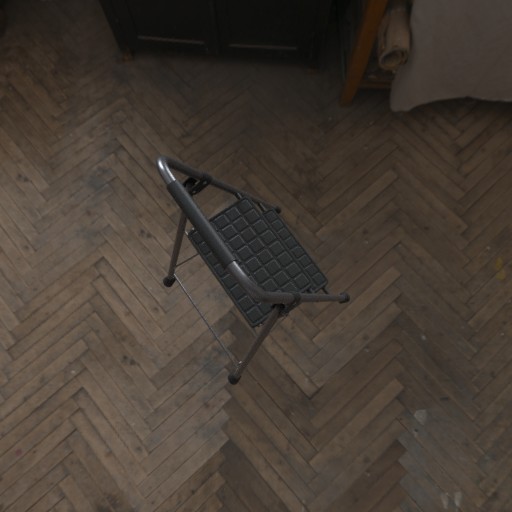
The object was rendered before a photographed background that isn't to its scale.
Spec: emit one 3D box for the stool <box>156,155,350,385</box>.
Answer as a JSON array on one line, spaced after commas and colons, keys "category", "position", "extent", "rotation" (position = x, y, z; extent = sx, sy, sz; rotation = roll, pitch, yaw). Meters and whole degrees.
[{"category": "stool", "position": [0.000, 0.000, 1.159], "extent": [0.514, 0.872, 0.450], "rotation": [-34, 77, -9]}]
